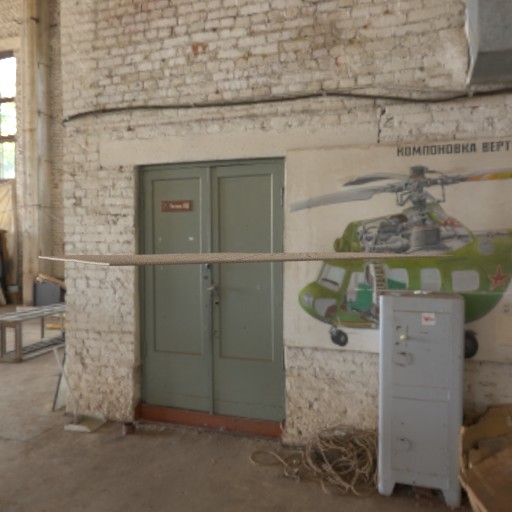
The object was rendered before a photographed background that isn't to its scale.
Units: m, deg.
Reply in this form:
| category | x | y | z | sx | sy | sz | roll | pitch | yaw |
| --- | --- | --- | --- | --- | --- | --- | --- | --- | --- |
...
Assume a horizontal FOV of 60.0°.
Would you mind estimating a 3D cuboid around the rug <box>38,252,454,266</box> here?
| category | x | y | z | sx | sy | sz | roll | pitch | yaw |
| --- | --- | --- | --- | --- | --- | --- | --- | --- | --- |
| rug | 0.000 | 0.000 | 1.067 | 0.869 | 0.008 | 0.511 | -1 | 2 | -36 |
